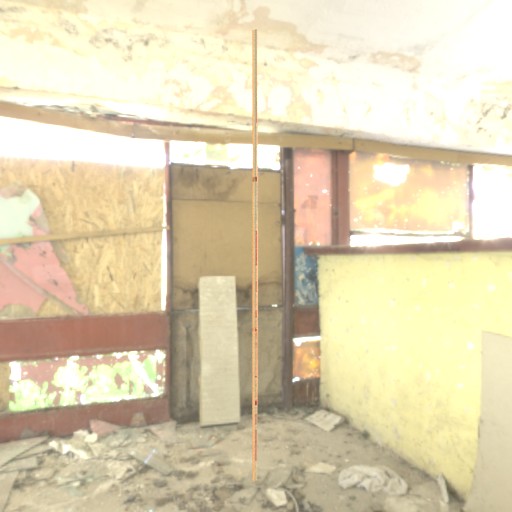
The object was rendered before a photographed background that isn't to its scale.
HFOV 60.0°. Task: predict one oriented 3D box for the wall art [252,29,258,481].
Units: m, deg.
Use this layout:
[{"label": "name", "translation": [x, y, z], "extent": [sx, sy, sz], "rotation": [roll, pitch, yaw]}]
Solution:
[{"label": "wall art", "translation": [0.000, 0.000, 1.804], "extent": [0.013, 1.220, 1.216], "rotation": [0, 0, 0]}]
